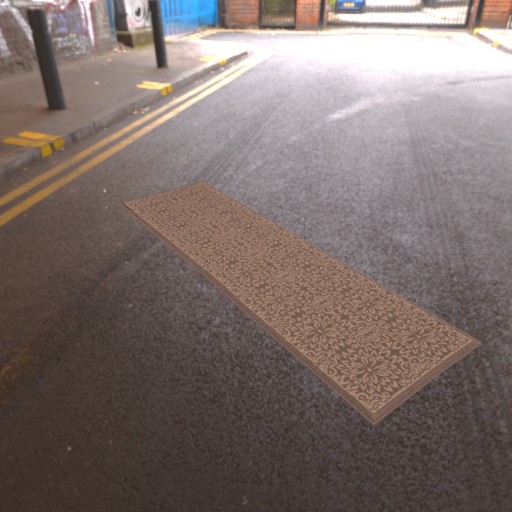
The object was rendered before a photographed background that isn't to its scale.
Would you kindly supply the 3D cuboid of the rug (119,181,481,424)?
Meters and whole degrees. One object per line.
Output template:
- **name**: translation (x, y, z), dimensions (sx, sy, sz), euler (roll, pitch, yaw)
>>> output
- **rug**: translation (0.000, 0.000, 2.390), dimensions (0.662, 0.011, 2.196), euler (-21, 37, -31)
